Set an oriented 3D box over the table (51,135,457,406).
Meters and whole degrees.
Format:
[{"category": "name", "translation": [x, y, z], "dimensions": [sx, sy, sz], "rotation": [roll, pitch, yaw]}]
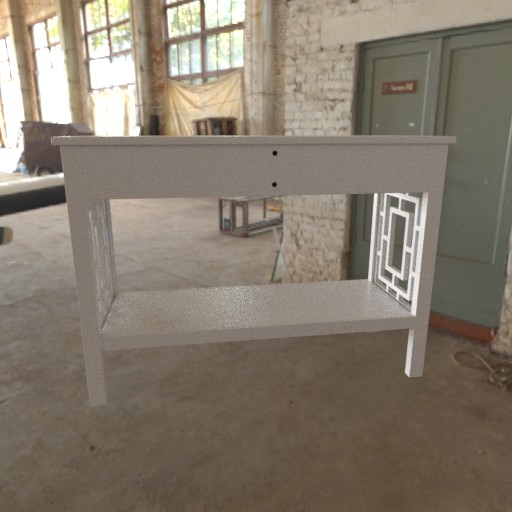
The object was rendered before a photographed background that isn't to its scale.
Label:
[{"category": "table", "translation": [0.000, 0.000, 1.441], "dimensions": [1.068, 0.753, 0.397], "rotation": [-2, 16, -9]}]
